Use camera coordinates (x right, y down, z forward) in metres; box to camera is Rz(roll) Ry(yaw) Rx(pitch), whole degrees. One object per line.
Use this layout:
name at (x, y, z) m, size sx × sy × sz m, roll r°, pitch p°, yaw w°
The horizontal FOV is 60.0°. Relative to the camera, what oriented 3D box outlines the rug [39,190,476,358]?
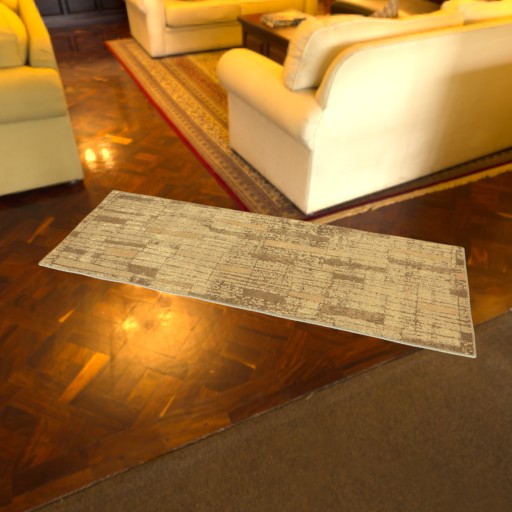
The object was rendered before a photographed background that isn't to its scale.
rug at (0.000, 0.000, 2.624) m, size 2.383 × 0.018 × 0.857 m, roll 11°, pitch 41°, yaw 12°
